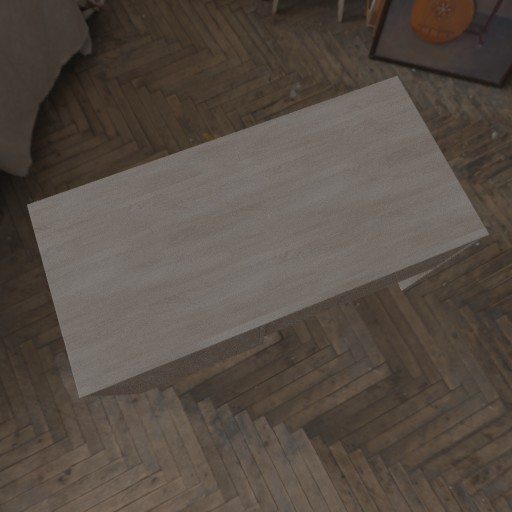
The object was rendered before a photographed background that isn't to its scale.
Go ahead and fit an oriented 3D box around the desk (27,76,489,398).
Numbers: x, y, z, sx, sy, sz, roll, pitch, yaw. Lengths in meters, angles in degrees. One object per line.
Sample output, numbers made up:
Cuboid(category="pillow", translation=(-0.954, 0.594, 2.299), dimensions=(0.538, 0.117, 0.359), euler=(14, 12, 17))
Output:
Cuboid(category="desk", translation=(0.000, 0.000, 1.695), dimensions=(1.251, 0.770, 0.600), euler=(-21, 75, -6))
